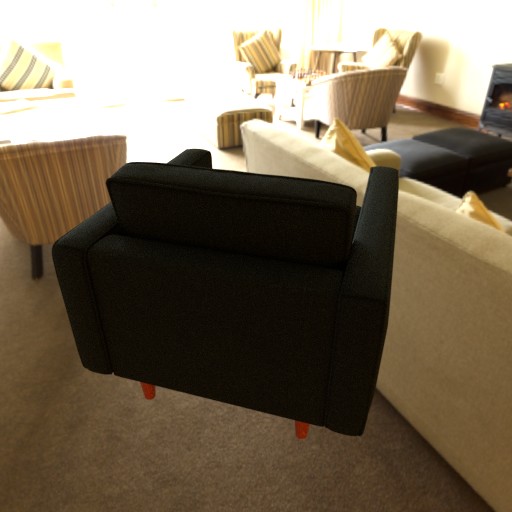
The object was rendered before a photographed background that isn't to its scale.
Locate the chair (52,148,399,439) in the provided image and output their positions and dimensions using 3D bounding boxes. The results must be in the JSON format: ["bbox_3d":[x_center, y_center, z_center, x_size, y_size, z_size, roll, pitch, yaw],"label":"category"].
[{"bbox_3d":[0.000,0.000,1.543,0.899,0.770,0.920,9,32,14],"label":"chair"}]
